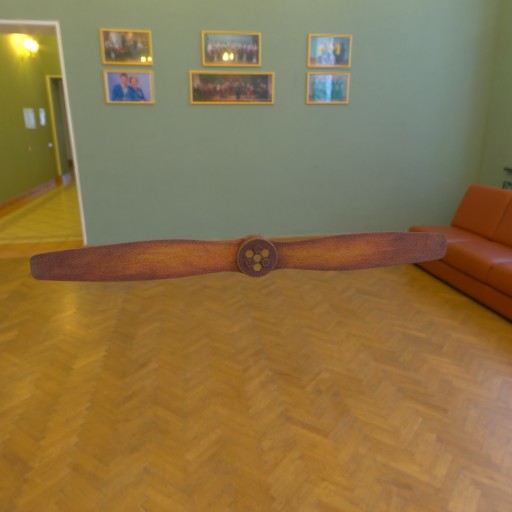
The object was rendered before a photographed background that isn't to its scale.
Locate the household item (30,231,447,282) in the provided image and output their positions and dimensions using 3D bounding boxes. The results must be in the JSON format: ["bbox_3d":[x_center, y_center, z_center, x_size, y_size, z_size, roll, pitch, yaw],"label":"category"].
[{"bbox_3d":[0.000,0.000,1.245,1.181,0.121,0.051,-3,17,-10],"label":"household item"}]
